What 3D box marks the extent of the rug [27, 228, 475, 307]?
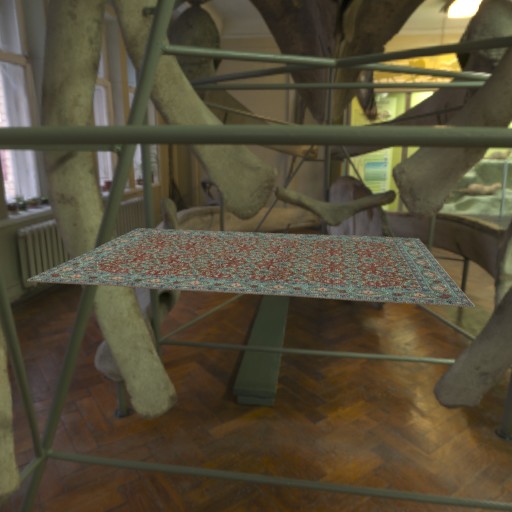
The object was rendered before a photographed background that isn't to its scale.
[{"bbox_3d":[0.000,0.000,3.097,2.439,0.011,1.533,3,15,9],"label":"rug"}]
